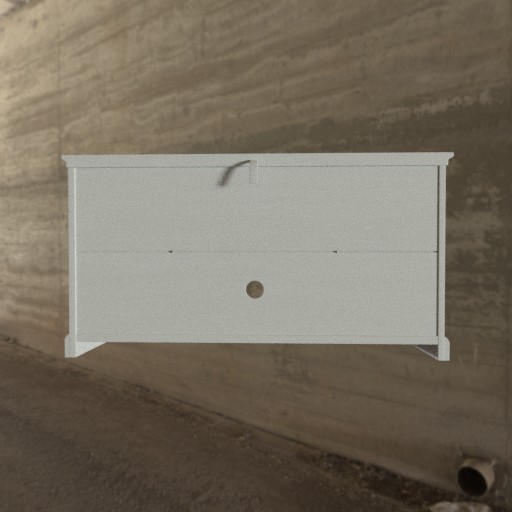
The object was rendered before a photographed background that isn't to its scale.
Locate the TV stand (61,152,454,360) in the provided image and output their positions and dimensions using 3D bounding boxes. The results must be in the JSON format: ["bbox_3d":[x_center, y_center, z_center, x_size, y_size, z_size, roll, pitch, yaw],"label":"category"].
[{"bbox_3d":[0.000,0.000,1.489,1.187,0.624,0.424,0,1,2],"label":"TV stand"}]
